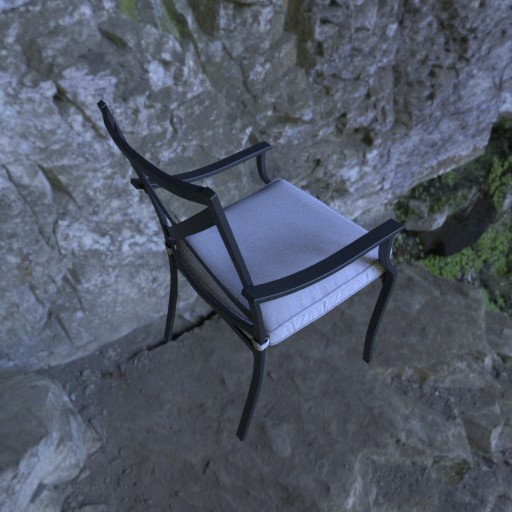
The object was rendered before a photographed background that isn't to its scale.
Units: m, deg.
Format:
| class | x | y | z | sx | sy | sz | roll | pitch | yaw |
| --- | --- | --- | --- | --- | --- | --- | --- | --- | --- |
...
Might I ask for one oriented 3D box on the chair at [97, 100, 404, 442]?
| class | x | y | z | sx | sy | sz | roll | pitch | yaw |
| --- | --- | --- | --- | --- | --- | --- | --- | --- | --- |
| chair | 0.000 | 0.000 | 1.283 | 0.620 | 0.889 | 0.575 | -26 | 47 | -27 |
